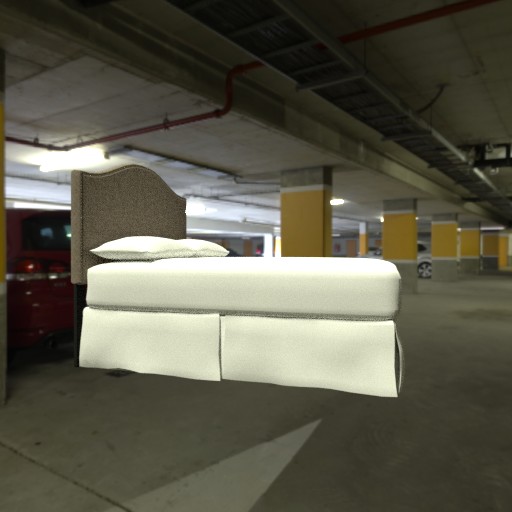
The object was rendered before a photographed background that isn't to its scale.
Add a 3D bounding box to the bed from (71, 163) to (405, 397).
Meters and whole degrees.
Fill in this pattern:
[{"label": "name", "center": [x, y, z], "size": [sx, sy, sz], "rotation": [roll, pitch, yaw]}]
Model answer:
[{"label": "bed", "center": [0.000, 0.000, 3.422], "size": [2.153, 1.518, 1.713], "rotation": [0, 0, 17]}]
